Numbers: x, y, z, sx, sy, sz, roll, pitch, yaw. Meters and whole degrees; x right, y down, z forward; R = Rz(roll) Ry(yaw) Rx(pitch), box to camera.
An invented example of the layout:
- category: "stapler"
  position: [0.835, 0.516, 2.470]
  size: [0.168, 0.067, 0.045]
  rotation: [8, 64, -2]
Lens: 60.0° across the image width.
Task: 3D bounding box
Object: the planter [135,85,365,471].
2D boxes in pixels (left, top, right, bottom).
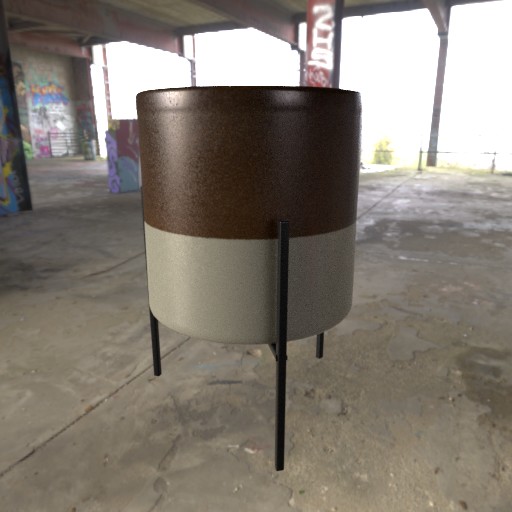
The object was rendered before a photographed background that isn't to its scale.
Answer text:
- category: "planter"
  position: [0.000, 0.000, 0.549]
  size: [0.269, 0.375, 0.255]
  rotation: [-15, 22, -41]
